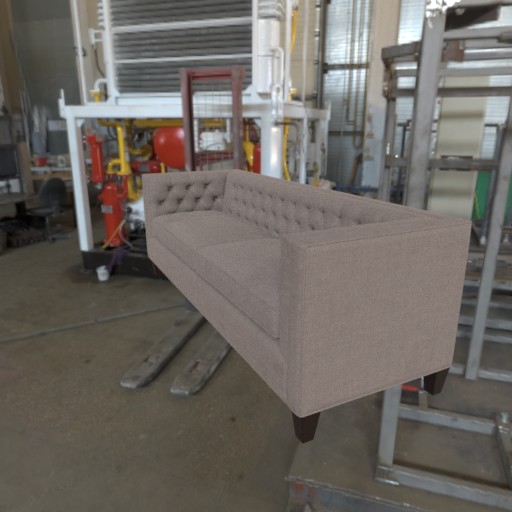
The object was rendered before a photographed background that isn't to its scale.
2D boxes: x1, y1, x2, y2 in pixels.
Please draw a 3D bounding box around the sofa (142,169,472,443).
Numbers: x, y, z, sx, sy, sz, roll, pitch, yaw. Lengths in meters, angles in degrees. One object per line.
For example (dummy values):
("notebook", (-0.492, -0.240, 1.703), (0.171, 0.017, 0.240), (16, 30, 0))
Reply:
("sofa", (0.000, 0.000, 2.545), (0.775, 0.762, 2.159), (-8, 19, -26))
